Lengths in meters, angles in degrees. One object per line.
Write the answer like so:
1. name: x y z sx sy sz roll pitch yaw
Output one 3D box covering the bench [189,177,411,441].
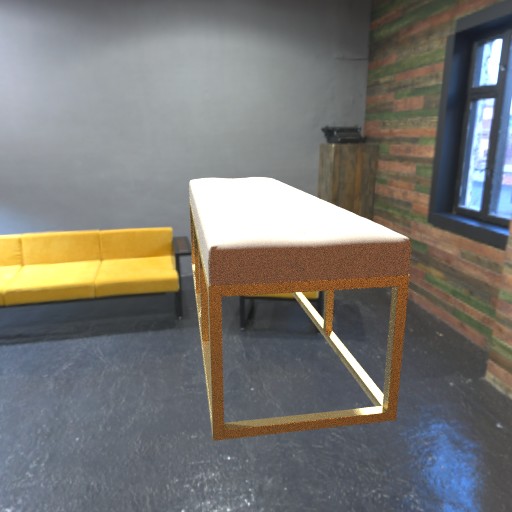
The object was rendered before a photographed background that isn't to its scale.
1. bench: 0.000 0.000 1.705 0.457 0.484 1.473 -3 15 -9
